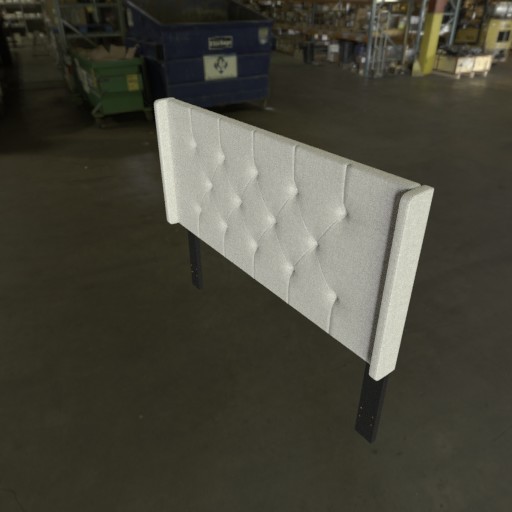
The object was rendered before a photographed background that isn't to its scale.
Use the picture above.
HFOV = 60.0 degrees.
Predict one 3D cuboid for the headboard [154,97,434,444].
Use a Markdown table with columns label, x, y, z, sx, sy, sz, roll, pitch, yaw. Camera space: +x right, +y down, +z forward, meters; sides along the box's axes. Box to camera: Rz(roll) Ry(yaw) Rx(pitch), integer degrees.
| label | x | y | z | sx | sy | sz | roll | pitch | yaw |
| --- | --- | --- | --- | --- | --- | --- | --- | --- | --- |
| headboard | 0.000 | 0.000 | 2.699 | 0.184 | 1.524 | 2.051 | -21 | 37 | -31 |
